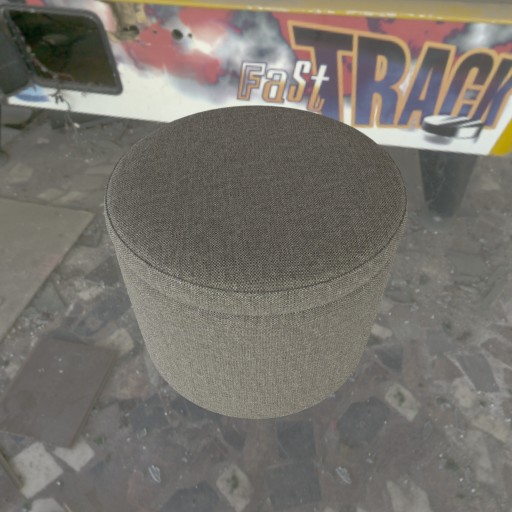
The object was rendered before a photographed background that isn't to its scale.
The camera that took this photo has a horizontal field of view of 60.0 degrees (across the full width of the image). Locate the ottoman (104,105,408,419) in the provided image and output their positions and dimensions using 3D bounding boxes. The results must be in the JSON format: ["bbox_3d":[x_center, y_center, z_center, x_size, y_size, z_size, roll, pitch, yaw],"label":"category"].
[{"bbox_3d":[0.000,0.000,0.903,0.520,0.430,0.520,0,47,0],"label":"ottoman"}]
